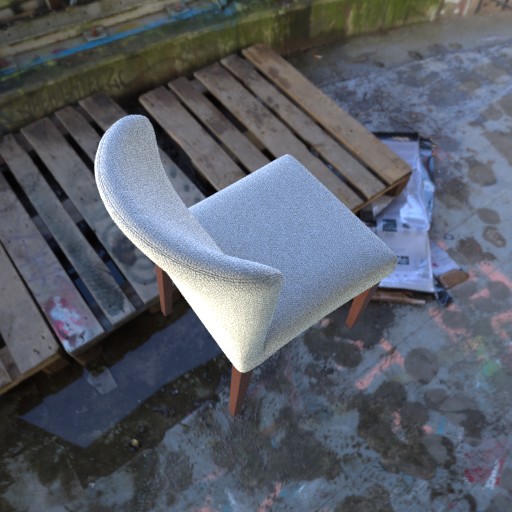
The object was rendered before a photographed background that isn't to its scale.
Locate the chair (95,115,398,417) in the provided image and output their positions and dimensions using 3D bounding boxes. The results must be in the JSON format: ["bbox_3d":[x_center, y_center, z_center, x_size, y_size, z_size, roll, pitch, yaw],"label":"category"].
[{"bbox_3d":[0.000,0.000,1.168,0.589,0.839,0.491,-32,64,-18],"label":"chair"}]
